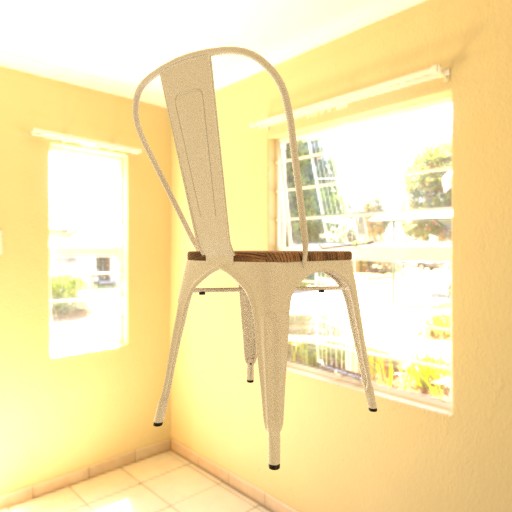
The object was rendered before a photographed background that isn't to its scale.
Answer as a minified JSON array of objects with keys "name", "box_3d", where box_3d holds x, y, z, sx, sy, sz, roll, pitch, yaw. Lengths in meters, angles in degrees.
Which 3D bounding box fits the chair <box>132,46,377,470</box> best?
[{"name":"chair","box_3d":[0.000,0.000,1.141,0.452,0.851,0.521,1,1,37]}]
